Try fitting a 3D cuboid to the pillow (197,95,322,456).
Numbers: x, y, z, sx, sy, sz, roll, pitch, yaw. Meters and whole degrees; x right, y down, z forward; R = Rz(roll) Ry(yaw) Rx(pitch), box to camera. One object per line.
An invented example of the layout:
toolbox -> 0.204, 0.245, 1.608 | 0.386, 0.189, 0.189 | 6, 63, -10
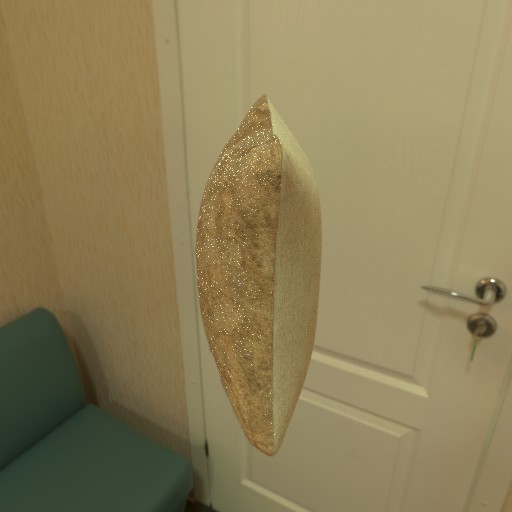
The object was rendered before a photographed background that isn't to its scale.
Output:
pillow -> 0.000, 0.000, 0.829 | 0.216, 0.525, 0.538 | 0, 26, 0
